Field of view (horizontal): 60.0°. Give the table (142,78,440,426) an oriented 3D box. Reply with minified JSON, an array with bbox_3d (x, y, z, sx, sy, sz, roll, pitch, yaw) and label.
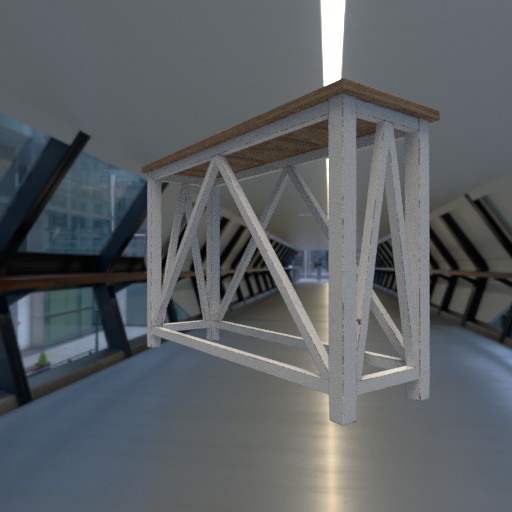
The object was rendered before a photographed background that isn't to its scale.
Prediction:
[{"bbox_3d":[0.000,0.000,1.862,0.450,0.930,1.400,0,-1,-36],"label":"table"}]
